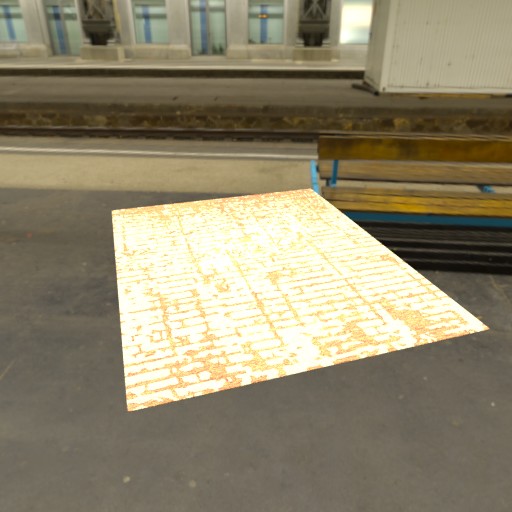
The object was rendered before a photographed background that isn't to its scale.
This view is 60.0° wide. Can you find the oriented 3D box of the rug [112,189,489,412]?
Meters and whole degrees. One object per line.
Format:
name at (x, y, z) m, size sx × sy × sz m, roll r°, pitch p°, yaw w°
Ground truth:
rug at (0.000, 0.000, 4.034) m, size 2.441 × 0.011 × 3.050 m, roll -8°, pitch 29°, yaw -15°
